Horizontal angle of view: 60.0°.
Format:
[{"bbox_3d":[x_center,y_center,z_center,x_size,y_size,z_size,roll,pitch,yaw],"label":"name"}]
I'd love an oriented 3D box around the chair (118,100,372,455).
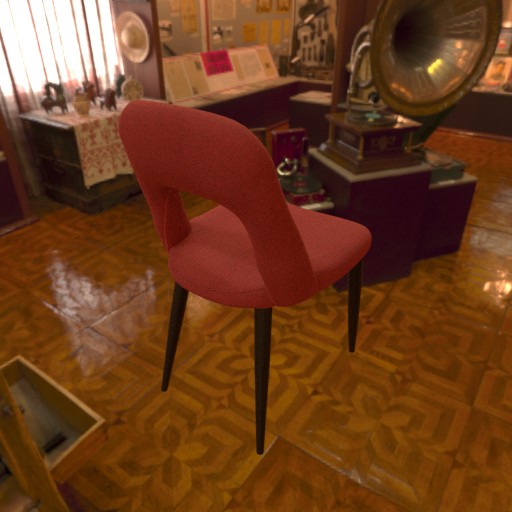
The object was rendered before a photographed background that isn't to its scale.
[{"bbox_3d":[0.000,0.000,1.221,0.483,0.892,0.569,21,37,31],"label":"chair"}]
